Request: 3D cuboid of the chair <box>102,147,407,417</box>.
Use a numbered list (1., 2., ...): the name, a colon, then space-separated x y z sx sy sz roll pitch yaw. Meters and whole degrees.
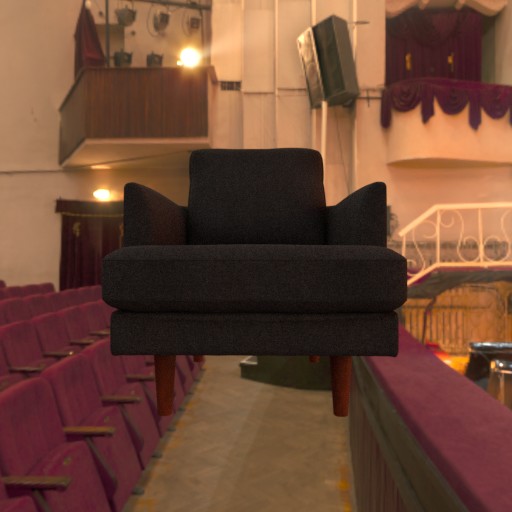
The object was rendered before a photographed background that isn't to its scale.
1. chair: 0.000 0.000 1.650 0.858 0.957 0.899 0 0 1
